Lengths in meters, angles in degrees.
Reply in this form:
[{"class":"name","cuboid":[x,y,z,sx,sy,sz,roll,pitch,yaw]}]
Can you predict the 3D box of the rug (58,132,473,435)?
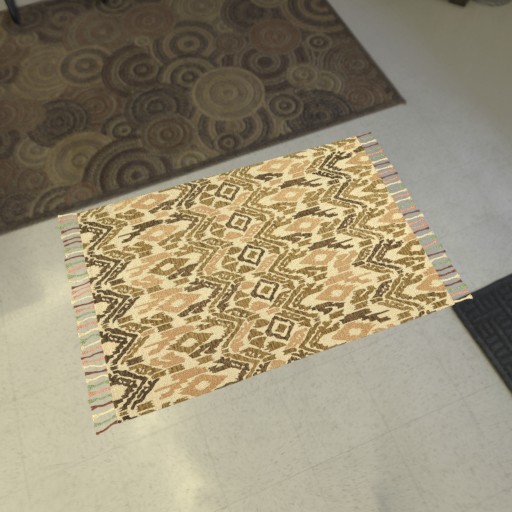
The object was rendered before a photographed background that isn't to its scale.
[{"class":"rug","cuboid":[0.000,0.000,2.967,2.438,0.008,1.524,-17,64,-9]}]
